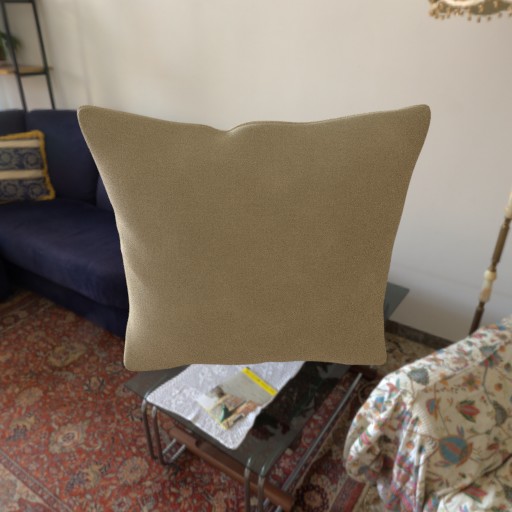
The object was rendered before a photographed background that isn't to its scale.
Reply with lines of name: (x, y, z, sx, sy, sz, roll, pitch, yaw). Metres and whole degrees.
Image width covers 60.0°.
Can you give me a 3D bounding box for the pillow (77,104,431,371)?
pillow: (0.000, 0.000, 0.640, 0.437, 0.420, 0.162, -1, 29, -2)
